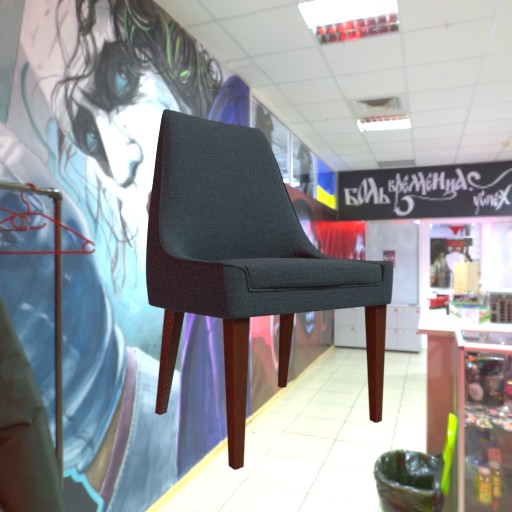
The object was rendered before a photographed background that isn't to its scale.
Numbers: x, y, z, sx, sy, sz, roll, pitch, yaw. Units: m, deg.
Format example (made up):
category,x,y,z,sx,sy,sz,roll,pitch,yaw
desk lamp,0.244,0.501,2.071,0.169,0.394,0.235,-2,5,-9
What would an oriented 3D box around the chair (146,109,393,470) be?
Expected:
category,x,y,z,sx,sy,sz,roll,pitch,yaw
chair,0.000,0.000,1.208,0.529,0.861,0.544,0,0,-36
